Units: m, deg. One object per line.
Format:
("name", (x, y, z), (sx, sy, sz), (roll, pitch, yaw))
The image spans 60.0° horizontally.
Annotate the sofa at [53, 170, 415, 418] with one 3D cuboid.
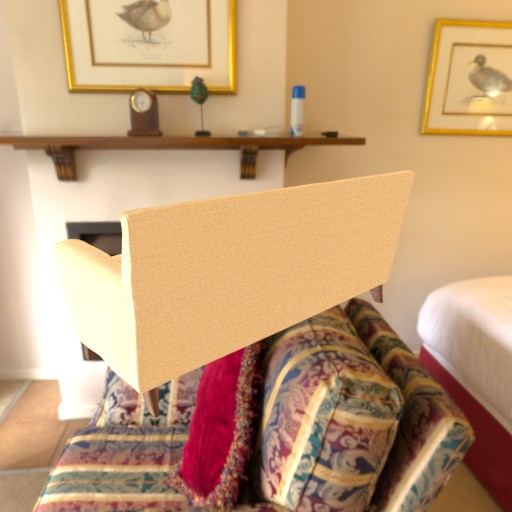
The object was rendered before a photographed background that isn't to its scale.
("sofa", (0.000, 0.000, 2.554), (2.001, 0.907, 0.841), (-16, 23, -41))
